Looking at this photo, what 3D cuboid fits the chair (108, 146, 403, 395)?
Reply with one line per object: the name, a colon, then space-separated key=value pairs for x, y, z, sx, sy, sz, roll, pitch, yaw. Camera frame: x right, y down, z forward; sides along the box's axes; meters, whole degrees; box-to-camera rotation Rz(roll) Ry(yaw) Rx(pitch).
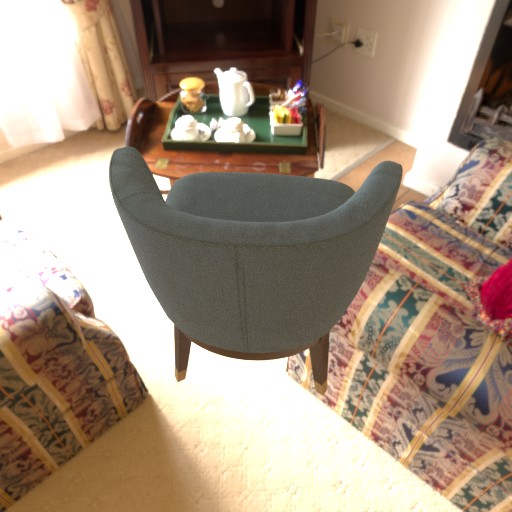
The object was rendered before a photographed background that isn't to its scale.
chair: x=0.000 y=0.000 z=1.259 sx=0.661 sy=0.760 sz=0.702 roll=4 pitch=45 yaw=4
